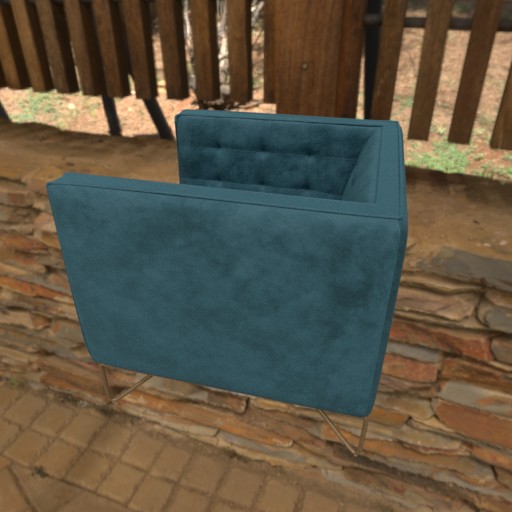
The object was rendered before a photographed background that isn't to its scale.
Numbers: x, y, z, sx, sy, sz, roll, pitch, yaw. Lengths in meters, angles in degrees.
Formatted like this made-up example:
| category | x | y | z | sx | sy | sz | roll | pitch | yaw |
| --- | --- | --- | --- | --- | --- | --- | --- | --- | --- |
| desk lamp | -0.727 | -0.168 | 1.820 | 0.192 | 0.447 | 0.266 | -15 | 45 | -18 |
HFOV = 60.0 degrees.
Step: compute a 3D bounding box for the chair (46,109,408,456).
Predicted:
| category | x | y | z | sx | sy | sz | roll | pitch | yaw |
| --- | --- | --- | --- | --- | --- | --- | --- | --- | --- |
| chair | 0.000 | 0.000 | 1.546 | 0.894 | 0.790 | 0.880 | 8 | 31 | 13 |
